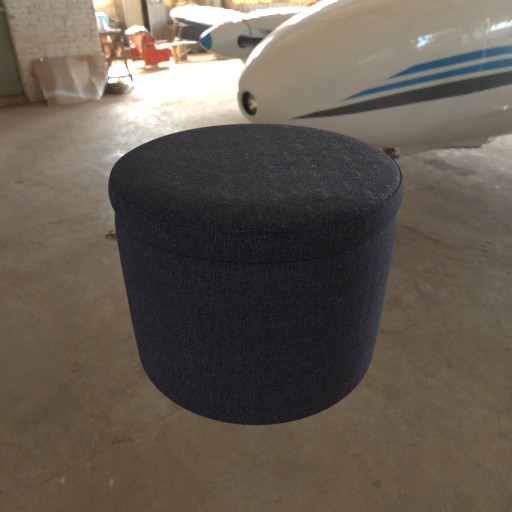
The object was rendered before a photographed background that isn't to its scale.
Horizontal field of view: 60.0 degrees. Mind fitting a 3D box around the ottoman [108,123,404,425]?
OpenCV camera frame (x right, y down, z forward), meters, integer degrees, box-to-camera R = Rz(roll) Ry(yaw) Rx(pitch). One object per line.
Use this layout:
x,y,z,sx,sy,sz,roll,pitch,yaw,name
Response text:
0.000,0.000,0.897,0.520,0.430,0.520,0,31,0,ottoman
